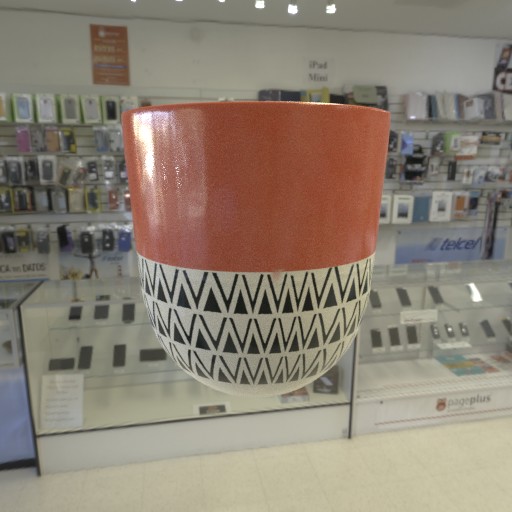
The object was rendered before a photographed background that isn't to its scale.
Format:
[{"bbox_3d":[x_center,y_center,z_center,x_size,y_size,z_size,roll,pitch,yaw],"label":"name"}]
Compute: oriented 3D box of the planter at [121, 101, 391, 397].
[{"bbox_3d":[0.000,0.000,0.357,0.195,0.214,0.195,0,13,0],"label":"planter"}]
